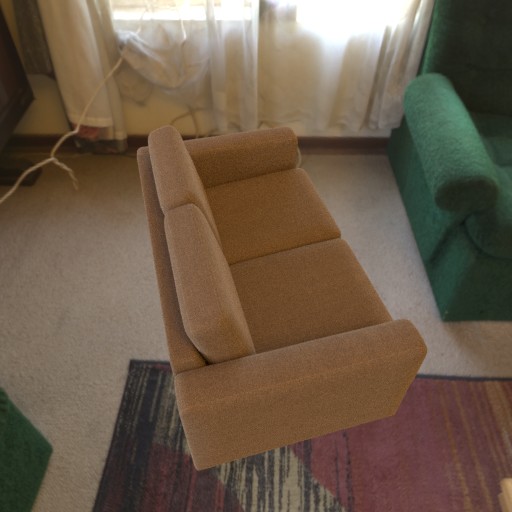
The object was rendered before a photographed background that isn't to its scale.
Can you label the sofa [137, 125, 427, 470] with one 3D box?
[{"bbox_3d":[0.000,0.000,2.049,0.900,0.800,1.520,-11,48,-11],"label":"sofa"}]
